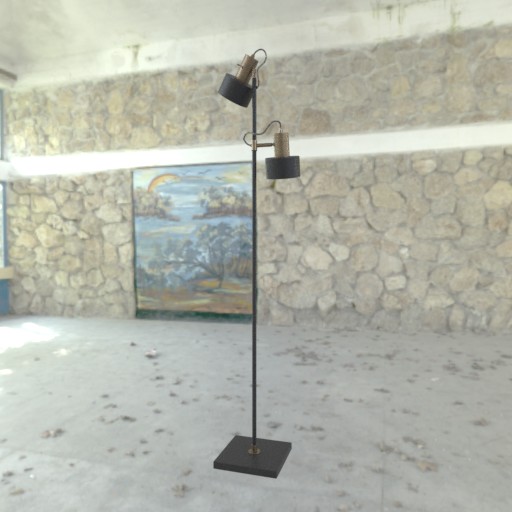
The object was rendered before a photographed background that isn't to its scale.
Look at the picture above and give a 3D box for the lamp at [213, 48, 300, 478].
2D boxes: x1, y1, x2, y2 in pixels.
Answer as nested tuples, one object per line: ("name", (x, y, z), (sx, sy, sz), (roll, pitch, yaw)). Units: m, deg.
("lamp", (0.000, 0.000, 1.628), (0.315, 1.505, 0.233), (0, 1, 17))
